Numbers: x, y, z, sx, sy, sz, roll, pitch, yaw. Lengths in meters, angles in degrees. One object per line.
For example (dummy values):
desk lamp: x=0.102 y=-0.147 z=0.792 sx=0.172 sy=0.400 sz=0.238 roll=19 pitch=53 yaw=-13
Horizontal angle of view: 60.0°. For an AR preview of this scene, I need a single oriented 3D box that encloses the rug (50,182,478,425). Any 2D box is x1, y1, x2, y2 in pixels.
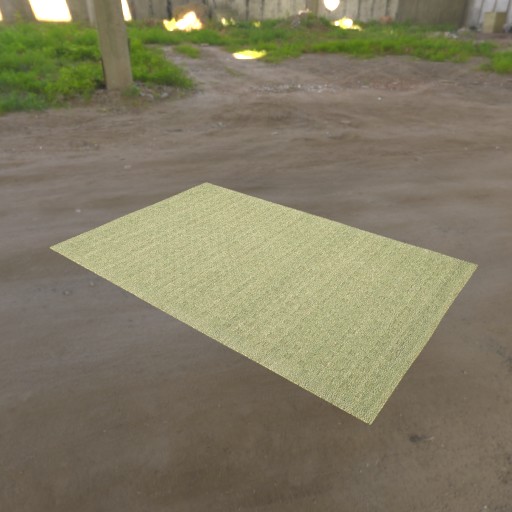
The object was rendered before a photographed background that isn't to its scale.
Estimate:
rug: x=0.000 y=0.000 z=2.151 sx=1.747 sy=0.006 sz=1.143 roll=21 pitch=36 yaw=32
